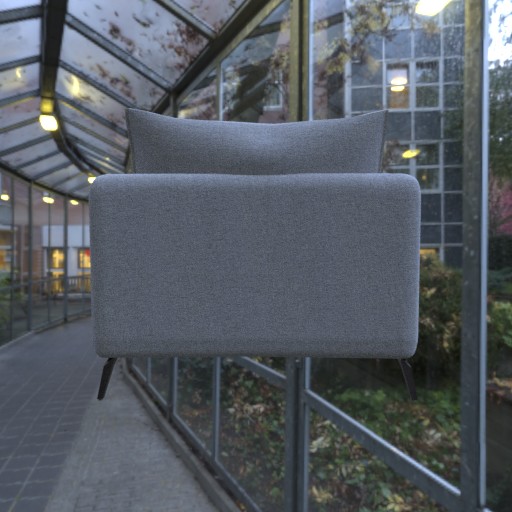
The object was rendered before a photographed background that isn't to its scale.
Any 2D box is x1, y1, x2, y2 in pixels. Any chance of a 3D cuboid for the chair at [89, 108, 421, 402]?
[{"bbox_3d":[0.000,0.000,1.642,1.029,0.856,0.801,0,0,1],"label":"chair"}]
